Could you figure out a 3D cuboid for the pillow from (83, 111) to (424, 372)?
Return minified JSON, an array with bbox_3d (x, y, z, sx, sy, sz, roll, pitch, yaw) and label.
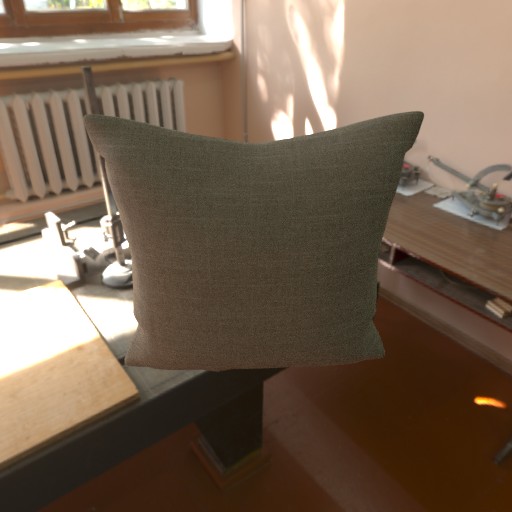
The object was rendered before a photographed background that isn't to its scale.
[{"bbox_3d":[0.000,0.000,0.632,0.424,0.400,0.169,-1,30,-2],"label":"pillow"}]
